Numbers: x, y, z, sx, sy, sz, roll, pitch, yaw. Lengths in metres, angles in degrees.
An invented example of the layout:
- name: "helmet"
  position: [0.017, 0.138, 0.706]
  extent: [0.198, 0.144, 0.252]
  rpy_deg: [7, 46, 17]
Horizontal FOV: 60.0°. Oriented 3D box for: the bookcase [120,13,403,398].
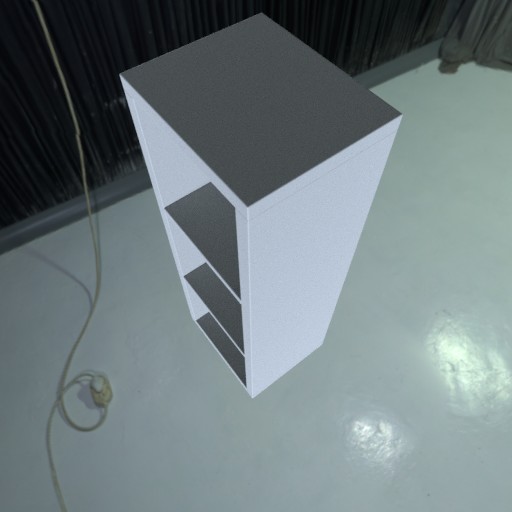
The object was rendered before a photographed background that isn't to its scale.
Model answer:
- name: "bookcase"
  position: [0.000, 0.000, 1.237]
  extent: [0.330, 1.080, 0.390]
  rpy_deg: [-33, 64, -19]
